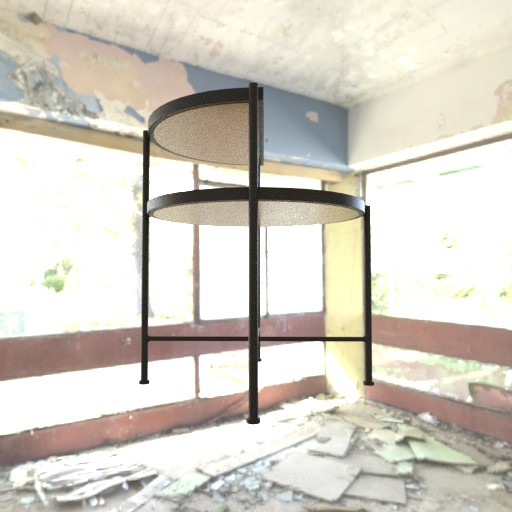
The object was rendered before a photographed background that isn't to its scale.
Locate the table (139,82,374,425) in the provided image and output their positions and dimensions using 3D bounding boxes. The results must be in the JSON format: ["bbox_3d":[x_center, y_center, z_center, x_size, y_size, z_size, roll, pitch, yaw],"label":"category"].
[{"bbox_3d":[0.000,0.000,1.195,0.628,0.684,0.629,0,-2,1],"label":"table"}]
